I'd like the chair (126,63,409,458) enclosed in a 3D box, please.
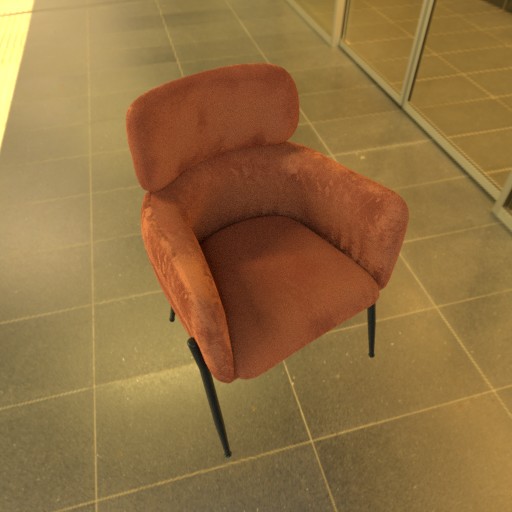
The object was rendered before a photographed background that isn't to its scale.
[{"bbox_3d":[0.000,0.000,1.126,0.561,0.772,0.523,-26,52,-23],"label":"chair"}]
